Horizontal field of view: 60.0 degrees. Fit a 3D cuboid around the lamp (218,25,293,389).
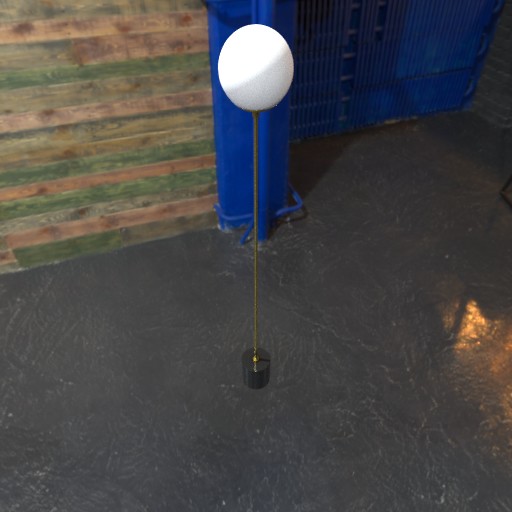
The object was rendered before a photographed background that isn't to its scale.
[{"bbox_3d":[0.000,0.000,1.845,0.229,1.748,0.229,-13,42,-14],"label":"lamp"}]
